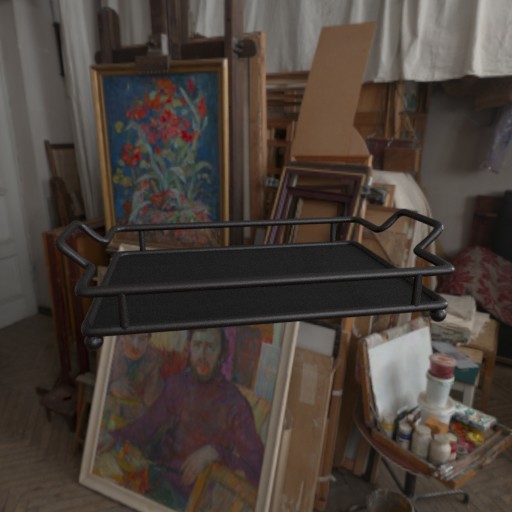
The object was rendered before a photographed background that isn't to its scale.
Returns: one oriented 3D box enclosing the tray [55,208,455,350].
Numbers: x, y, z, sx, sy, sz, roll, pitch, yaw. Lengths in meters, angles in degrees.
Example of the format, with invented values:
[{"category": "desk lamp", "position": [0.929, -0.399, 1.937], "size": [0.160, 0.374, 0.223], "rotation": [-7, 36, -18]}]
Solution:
[{"category": "tray", "position": [0.000, 0.000, 0.616], "size": [0.495, 0.101, 0.297], "rotation": [-3, 17, -10]}]
